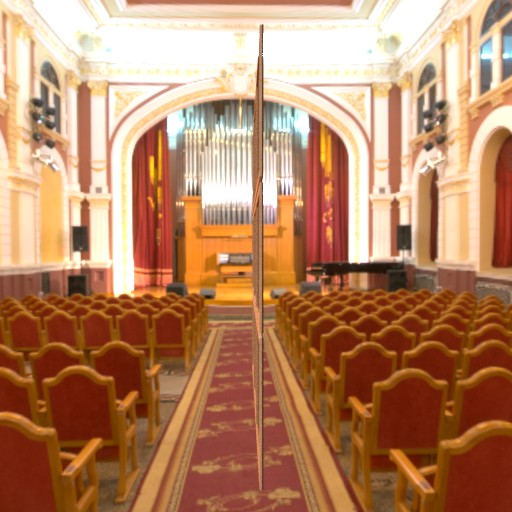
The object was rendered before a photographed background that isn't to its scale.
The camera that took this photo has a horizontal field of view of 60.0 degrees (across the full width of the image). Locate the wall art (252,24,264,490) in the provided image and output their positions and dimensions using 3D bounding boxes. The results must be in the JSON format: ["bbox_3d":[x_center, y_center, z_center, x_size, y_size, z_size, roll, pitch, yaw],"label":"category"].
[{"bbox_3d":[0.000,0.000,2.210,0.013,1.525,1.520,0,1,-1],"label":"wall art"}]
